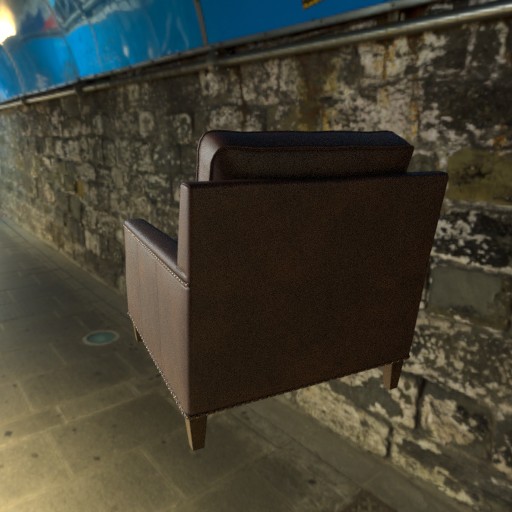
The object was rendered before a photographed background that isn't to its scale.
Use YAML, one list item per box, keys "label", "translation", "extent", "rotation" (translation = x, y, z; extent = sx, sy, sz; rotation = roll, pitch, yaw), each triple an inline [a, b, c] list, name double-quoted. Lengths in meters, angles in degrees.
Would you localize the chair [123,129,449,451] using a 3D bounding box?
- label: "chair"
  translation: [0.000, 0.000, 1.713]
  extent: [0.853, 0.929, 1.014]
  rotation: [-7, 17, -25]
